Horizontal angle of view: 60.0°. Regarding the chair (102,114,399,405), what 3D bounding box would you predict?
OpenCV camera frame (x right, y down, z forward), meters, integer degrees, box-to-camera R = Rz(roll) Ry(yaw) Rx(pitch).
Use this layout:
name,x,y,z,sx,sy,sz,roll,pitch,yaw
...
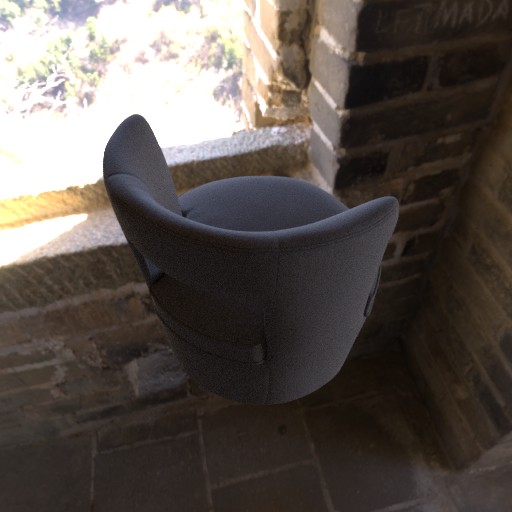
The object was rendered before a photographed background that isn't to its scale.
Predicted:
name,x,y,z,sx,sy,sz,roll,pitch,yaw
chair,0.000,0.000,1.245,0.689,0.719,0.660,23,50,21
